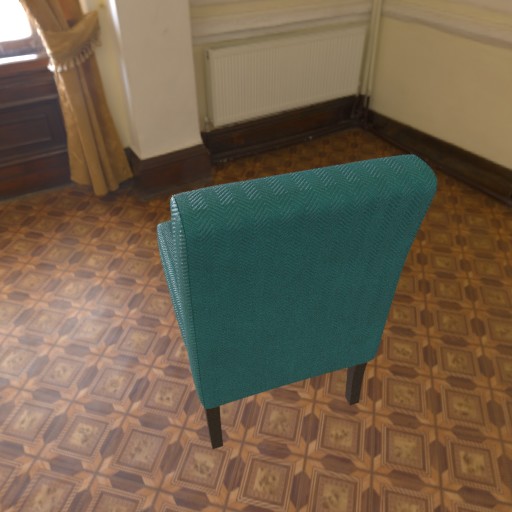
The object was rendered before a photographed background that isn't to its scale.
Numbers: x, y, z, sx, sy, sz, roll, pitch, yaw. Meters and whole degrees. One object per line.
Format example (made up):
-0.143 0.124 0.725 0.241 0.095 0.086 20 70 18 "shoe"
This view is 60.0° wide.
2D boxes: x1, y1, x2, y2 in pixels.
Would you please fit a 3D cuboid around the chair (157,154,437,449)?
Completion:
0.000 0.000 1.442 0.579 0.927 0.808 -12 41 -14 "chair"
